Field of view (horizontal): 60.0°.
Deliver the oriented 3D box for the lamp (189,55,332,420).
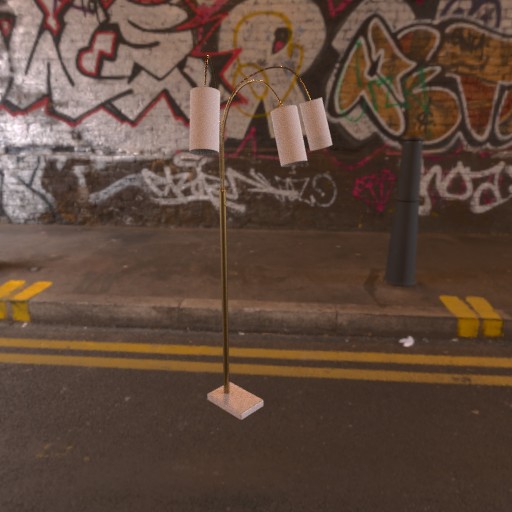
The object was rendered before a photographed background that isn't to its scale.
[{"bbox_3d":[0.000,0.000,2.518,0.667,2.055,1.020,14,21,42],"label":"lamp"}]
